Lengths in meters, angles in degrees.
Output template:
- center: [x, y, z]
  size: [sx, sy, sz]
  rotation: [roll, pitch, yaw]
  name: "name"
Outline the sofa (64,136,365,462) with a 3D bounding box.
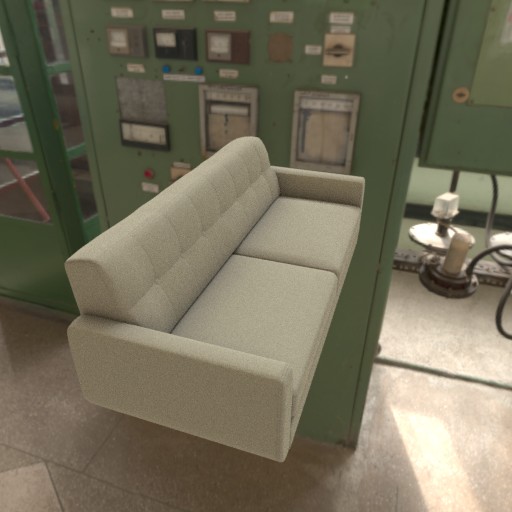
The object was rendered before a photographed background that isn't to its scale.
- center: [0.000, 0.000, 2.593]
  size: [0.980, 0.892, 2.137]
  rotation: [10, 32, 17]
  name: "sofa"
